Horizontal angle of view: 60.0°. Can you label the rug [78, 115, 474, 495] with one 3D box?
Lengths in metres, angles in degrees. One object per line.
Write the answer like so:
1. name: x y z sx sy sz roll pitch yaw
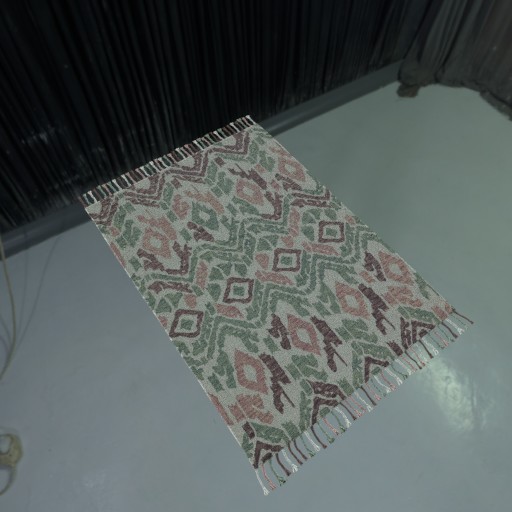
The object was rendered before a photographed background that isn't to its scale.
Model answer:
1. rug: 0.000 0.000 2.286 1.219 0.010 1.829 -31 63 -18
